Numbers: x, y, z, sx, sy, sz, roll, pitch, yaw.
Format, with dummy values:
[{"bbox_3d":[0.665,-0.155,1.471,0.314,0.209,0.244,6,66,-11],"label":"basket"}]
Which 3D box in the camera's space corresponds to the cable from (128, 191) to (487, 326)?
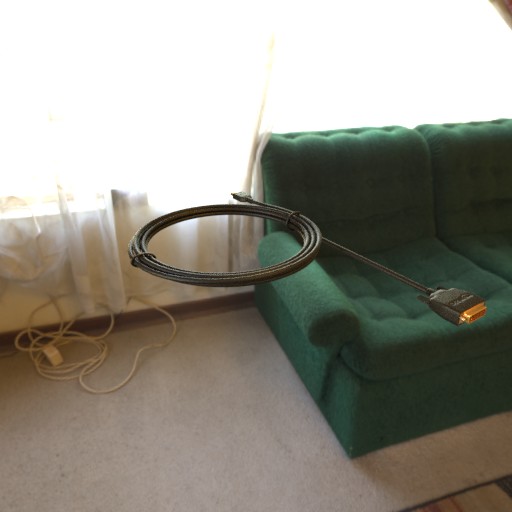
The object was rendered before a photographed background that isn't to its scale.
[{"bbox_3d":[0.000,0.000,0.513,0.257,0.030,0.422,-17,31,-31],"label":"cable"}]
